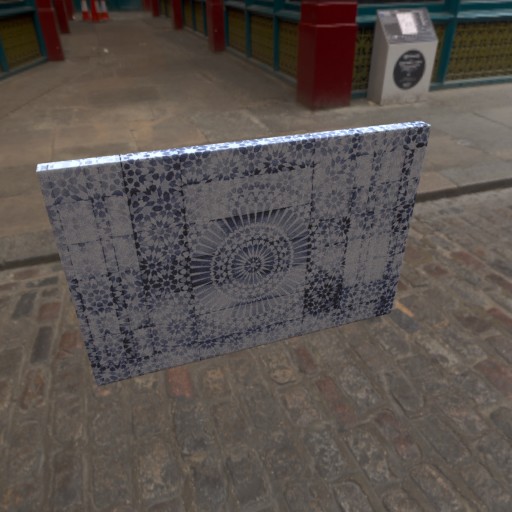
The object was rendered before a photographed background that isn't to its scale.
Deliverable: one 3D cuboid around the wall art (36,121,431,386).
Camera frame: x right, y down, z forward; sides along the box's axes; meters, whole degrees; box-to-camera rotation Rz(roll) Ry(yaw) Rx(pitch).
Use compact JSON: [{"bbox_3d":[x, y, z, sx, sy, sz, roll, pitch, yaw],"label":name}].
[{"bbox_3d":[0.000,0.000,0.773,0.608,0.406,0.030,-11,34,-16],"label":"wall art"}]
